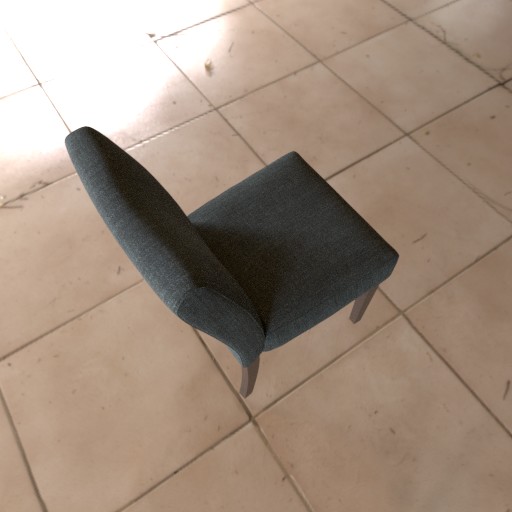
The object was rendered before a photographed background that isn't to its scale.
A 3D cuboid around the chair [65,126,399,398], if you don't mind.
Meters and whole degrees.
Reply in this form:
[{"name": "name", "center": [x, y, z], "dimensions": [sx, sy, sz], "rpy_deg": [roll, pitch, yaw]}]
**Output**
[{"name": "chair", "center": [0.000, 0.000, 1.206], "dimensions": [0.629, 0.884, 0.487], "rpy_deg": [-31, 64, -17]}]
